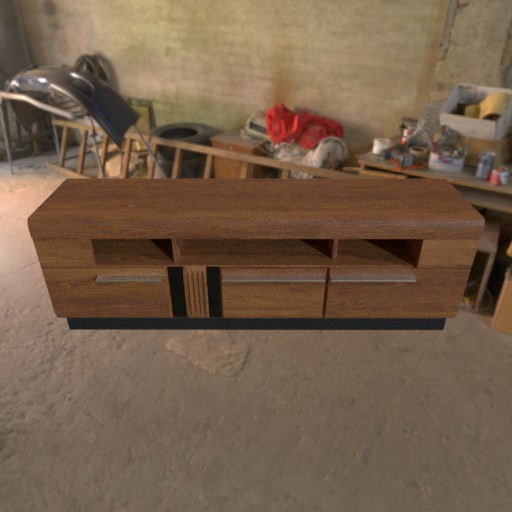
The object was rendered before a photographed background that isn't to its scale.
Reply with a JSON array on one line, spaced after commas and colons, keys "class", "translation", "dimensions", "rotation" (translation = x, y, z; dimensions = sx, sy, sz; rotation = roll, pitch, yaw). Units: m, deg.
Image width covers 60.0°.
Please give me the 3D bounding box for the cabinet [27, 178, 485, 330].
[{"class": "cabinet", "translation": [0.000, 0.000, 1.826], "dimensions": [1.600, 0.510, 0.419], "rotation": [0, 31, 0]}]
